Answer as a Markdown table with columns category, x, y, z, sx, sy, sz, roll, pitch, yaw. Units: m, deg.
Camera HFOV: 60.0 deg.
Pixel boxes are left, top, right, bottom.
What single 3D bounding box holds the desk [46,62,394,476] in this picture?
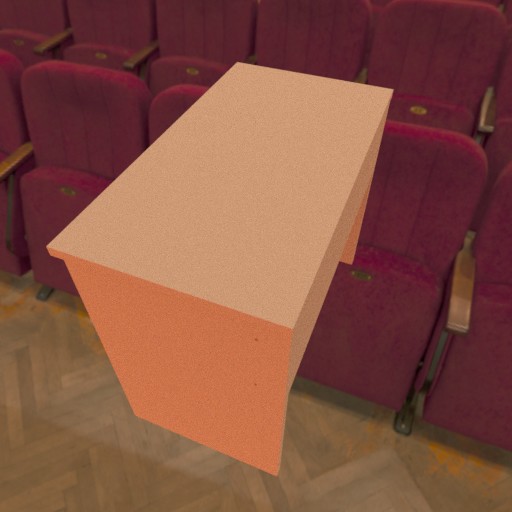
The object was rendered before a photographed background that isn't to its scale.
| category | x | y | z | sx | sy | sz | roll | pitch | yaw |
| --- | --- | --- | --- | --- | --- | --- | --- | --- | --- |
| desk | 0.000 | 0.000 | 1.331 | 0.498 | 0.729 | 0.900 | 16 | 49 | 15 |
